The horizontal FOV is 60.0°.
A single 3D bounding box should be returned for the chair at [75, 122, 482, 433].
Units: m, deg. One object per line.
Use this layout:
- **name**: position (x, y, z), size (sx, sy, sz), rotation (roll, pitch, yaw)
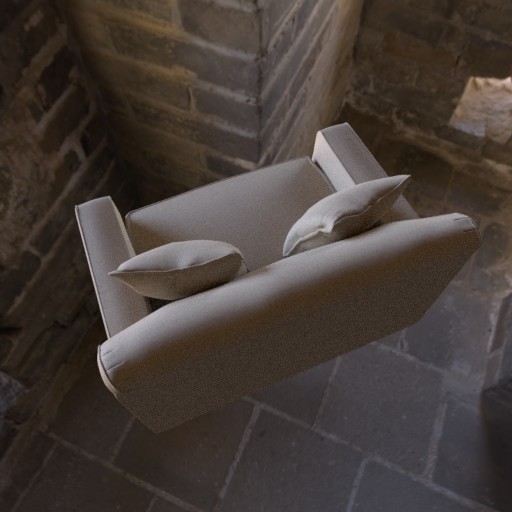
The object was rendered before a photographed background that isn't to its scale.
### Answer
- **chair**: position (0.000, 0.000, 2.018), size (1.383, 0.948, 1.000), rotation (-20, 61, -12)
